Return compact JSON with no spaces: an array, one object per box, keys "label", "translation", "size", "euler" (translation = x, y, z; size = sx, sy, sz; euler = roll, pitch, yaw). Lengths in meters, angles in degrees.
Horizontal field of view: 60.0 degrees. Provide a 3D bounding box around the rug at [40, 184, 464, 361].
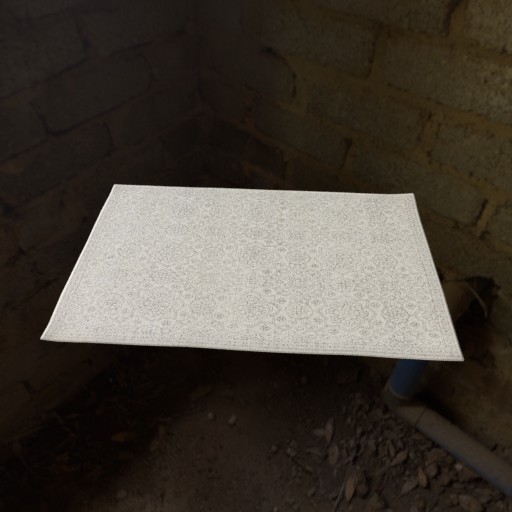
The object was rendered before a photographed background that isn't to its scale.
[{"label":"rug","translation":[0.000,0.000,2.444],"size":[1.947,0.023,1.214],"euler":[2,45,2]}]
